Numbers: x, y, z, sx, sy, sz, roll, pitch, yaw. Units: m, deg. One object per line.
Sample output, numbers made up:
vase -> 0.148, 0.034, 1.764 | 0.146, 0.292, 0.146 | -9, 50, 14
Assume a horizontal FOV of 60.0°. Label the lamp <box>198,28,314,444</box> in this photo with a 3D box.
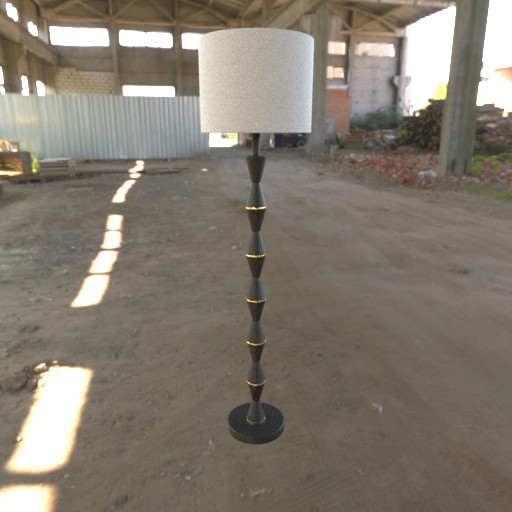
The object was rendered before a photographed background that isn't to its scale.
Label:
lamp -> 0.000, 0.000, 1.666 | 0.381, 1.480, 0.381 | 15, 21, 42
